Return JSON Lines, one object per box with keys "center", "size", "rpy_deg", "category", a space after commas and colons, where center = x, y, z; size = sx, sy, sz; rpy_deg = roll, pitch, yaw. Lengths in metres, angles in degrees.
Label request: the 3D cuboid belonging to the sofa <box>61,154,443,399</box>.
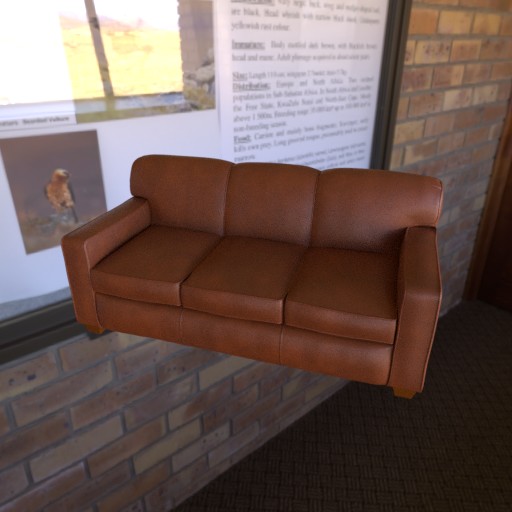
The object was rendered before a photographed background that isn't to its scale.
{"center": [0.000, 0.000, 2.663], "size": [2.039, 0.953, 1.008], "rpy_deg": [8, 27, 16], "category": "sofa"}
